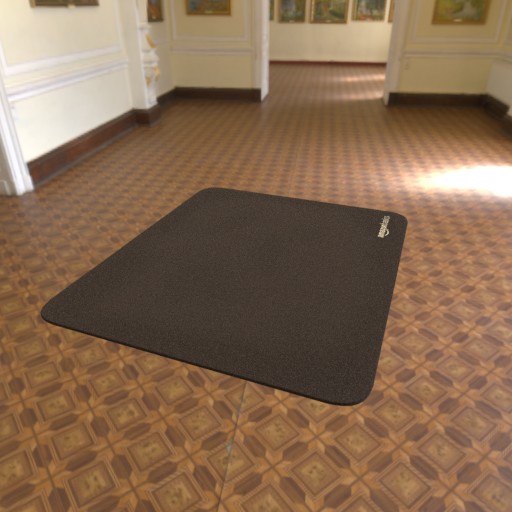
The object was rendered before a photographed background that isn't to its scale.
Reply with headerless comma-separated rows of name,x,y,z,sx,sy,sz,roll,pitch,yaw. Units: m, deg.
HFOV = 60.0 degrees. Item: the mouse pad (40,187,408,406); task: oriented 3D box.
mouse pad,0.000,0.000,0.346,0.211,0.002,0.249,11,31,18
